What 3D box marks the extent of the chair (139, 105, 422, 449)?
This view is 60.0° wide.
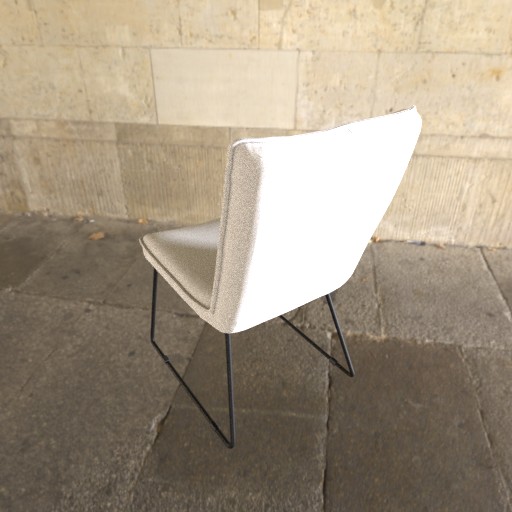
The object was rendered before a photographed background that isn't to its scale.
[{"bbox_3d":[0.000,0.000,1.341,0.515,0.930,0.688,-19,36,-29],"label":"chair"}]
